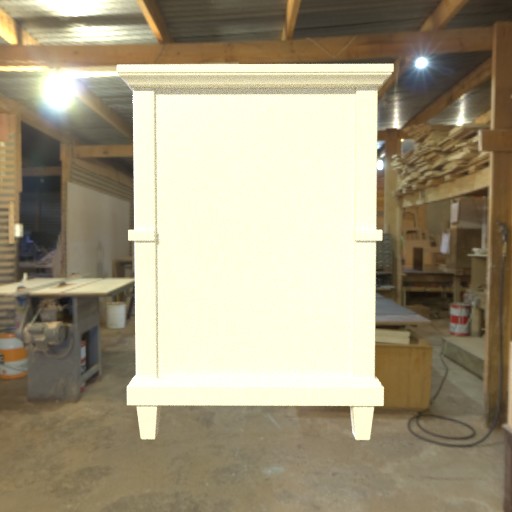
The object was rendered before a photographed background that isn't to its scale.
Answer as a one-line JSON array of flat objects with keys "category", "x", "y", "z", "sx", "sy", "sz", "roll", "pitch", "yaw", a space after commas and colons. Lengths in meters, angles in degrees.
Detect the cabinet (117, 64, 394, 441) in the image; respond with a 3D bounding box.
[{"category": "cabinet", "x": 0.000, "y": 0.000, "z": 1.157, "sx": 0.544, "sy": 0.775, "sz": 0.547, "roll": 0, "pitch": 2, "yaw": 0}]
